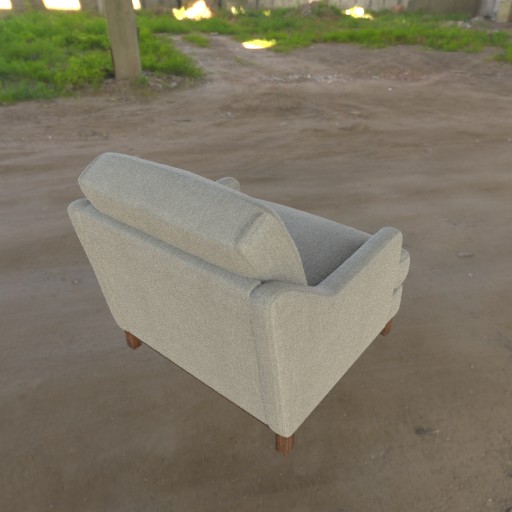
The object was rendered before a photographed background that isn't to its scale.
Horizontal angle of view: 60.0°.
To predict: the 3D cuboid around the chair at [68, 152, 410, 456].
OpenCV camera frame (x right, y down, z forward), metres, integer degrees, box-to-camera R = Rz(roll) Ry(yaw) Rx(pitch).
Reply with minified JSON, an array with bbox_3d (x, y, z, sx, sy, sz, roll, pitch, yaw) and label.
[{"bbox_3d":[0.000,0.000,1.567,0.826,0.821,0.892,23,38,33],"label":"chair"}]
